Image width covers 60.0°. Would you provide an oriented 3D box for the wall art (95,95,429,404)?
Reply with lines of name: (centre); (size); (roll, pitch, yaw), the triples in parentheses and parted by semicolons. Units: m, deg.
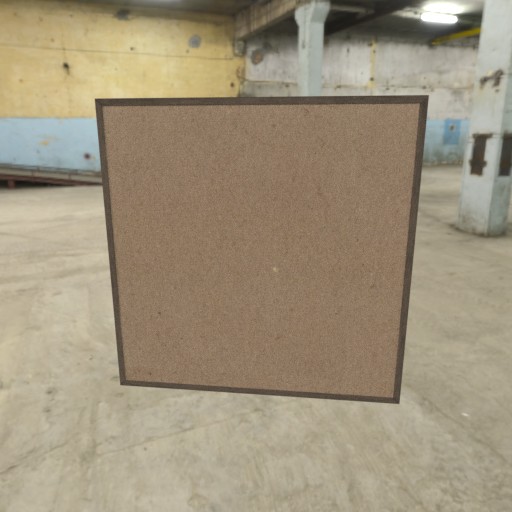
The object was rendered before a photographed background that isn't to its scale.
wall art: (0.000, 0.000, 0.754); (0.508, 0.508, 0.038); (2, 15, 7)
